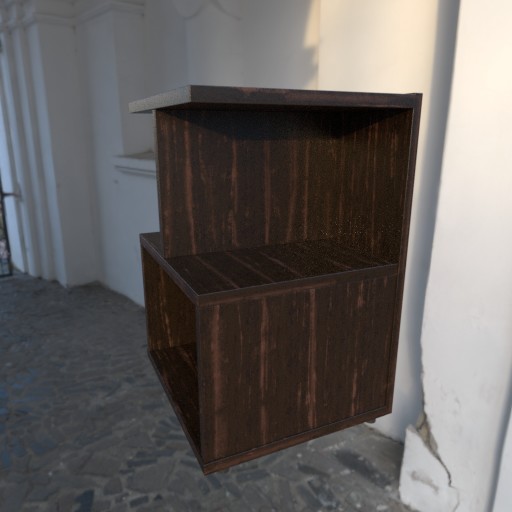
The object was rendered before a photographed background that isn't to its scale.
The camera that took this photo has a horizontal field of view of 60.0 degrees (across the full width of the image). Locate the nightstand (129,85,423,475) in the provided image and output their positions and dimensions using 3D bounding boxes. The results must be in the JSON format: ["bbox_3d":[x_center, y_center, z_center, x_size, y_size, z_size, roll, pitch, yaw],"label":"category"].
[{"bbox_3d":[0.000,0.000,0.830,0.356,0.559,0.400,-7,18,-24],"label":"nightstand"}]
